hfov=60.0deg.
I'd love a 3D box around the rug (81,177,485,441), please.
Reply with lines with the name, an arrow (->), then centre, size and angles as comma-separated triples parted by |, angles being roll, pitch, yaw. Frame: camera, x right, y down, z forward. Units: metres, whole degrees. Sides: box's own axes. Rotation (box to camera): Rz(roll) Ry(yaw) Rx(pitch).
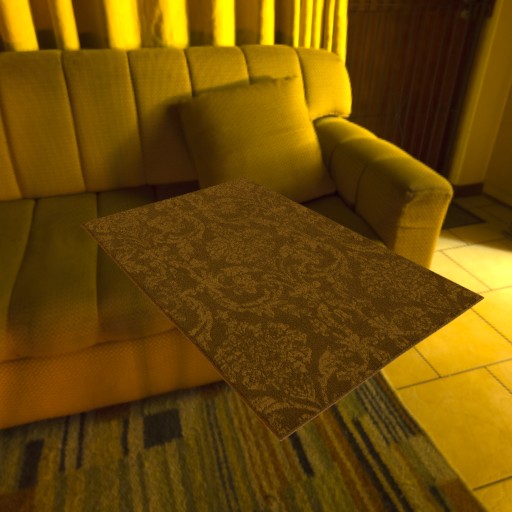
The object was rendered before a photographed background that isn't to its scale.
rug -> 0.000, 0.000, 2.304 | 1.206, 0.012, 1.824 | -22, 38, -31
